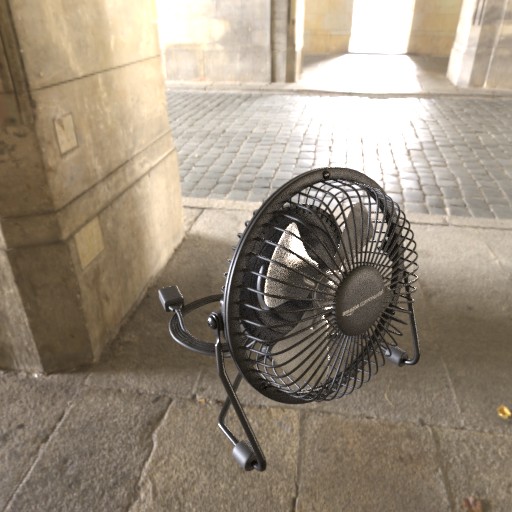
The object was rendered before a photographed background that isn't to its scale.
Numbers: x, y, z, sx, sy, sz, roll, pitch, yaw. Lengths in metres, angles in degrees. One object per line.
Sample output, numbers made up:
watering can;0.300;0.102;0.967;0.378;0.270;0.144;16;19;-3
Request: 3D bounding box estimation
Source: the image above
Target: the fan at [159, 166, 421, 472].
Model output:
fan;0.000;0.000;0.304;0.153;0.152;0.202;-21;36;-32
